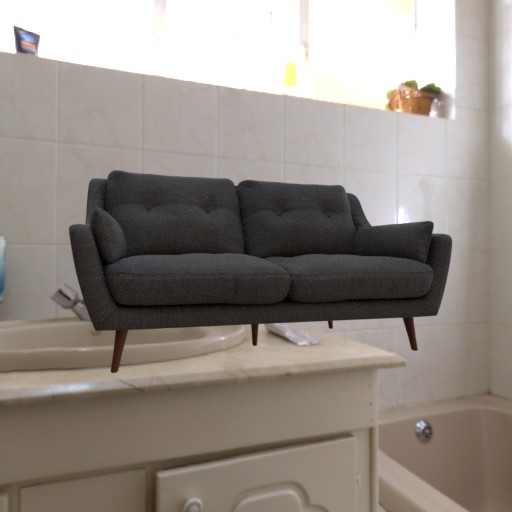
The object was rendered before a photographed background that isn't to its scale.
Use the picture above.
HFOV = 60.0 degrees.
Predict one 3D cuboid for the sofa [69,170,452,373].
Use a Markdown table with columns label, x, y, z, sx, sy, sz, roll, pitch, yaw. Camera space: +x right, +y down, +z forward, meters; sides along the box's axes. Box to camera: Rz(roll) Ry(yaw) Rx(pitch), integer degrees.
| label | x | y | z | sx | sy | sz | roll | pitch | yaw |
| --- | --- | --- | --- | --- | --- | --- | --- | --- | --- |
| sofa | 0.000 | 0.000 | 2.187 | 1.646 | 0.887 | 0.976 | 0 | -1 | -18 |
